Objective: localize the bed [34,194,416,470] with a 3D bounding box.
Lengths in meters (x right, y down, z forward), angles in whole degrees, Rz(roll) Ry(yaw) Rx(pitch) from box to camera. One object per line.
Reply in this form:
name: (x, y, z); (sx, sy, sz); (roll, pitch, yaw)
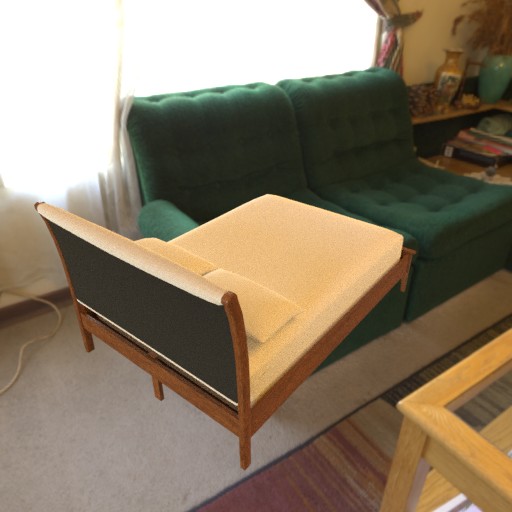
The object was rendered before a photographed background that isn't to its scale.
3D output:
bed: (0.000, 0.000, 3.324); (1.612, 1.250, 2.380); (22, 37, 33)
